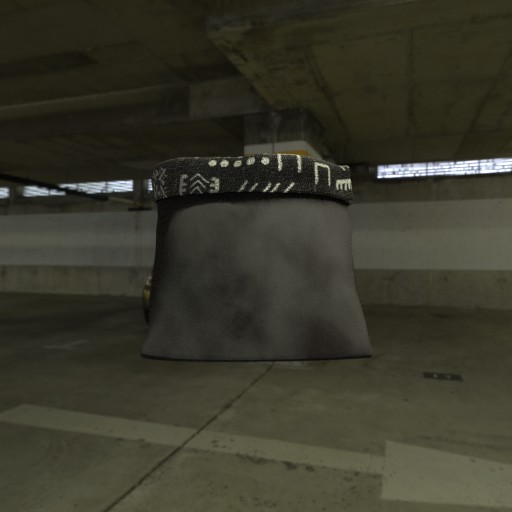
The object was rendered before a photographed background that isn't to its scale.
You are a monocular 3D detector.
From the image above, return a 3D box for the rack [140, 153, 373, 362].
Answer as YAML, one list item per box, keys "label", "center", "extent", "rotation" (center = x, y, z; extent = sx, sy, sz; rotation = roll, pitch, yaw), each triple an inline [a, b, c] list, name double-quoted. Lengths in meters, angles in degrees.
- label: "rack"
  center: [0.000, 0.000, 1.098]
  extent: [0.379, 0.323, 0.905]
  rotation: [0, 0, 0]
